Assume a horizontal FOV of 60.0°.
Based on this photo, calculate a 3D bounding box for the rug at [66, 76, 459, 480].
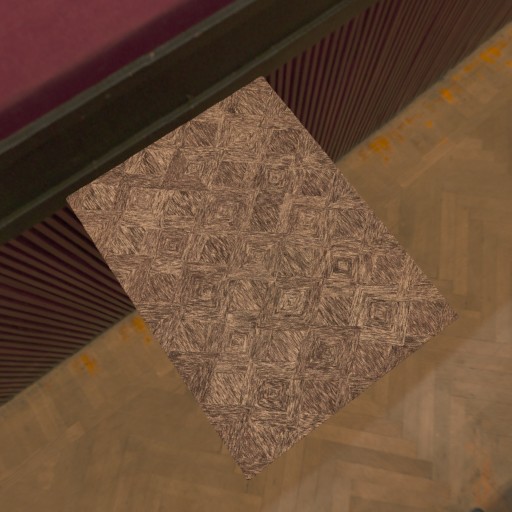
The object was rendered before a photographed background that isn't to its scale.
[{"bbox_3d":[0.000,0.000,4.318,2.448,0.017,3.204,-35,79,-8],"label":"rug"}]
